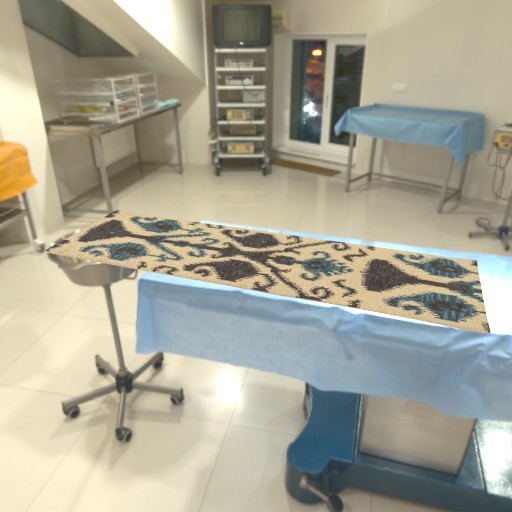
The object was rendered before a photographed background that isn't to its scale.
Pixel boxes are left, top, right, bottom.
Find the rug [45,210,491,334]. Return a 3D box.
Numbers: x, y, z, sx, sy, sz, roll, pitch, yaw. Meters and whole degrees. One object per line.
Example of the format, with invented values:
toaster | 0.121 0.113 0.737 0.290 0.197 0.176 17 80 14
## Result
rug | 0.000 0.000 2.457 2.301 0.017 0.692 9 28 17
